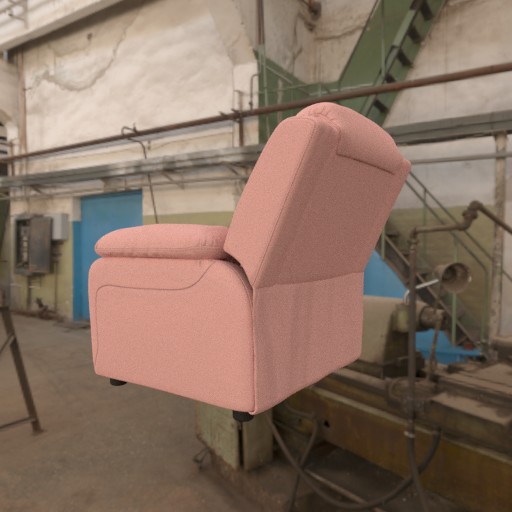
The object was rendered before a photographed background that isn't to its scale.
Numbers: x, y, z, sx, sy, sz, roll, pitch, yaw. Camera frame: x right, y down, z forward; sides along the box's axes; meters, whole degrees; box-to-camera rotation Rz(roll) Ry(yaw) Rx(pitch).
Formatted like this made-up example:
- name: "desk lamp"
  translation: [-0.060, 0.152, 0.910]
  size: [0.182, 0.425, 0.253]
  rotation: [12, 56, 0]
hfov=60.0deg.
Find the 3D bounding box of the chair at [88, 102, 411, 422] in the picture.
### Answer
- name: "chair"
  translation: [0.000, 0.000, 1.259]
  size: [0.709, 0.702, 0.680]
  rotation: [2, 3, 36]
